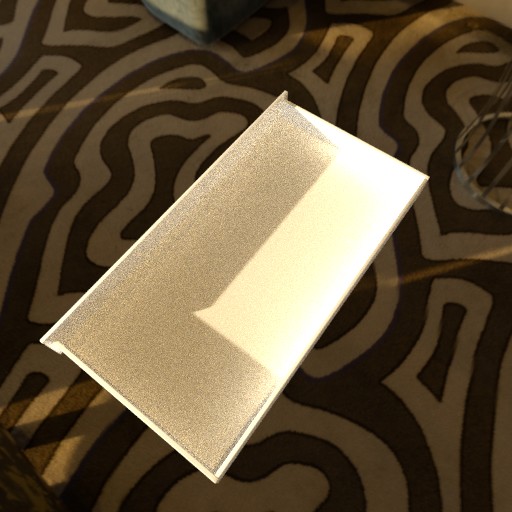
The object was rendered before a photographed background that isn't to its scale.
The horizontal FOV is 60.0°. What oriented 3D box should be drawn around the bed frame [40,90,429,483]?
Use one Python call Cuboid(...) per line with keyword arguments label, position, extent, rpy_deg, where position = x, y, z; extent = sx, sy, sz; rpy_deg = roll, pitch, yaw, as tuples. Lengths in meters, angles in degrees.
Cuboid(label="bed frame", position=(0.000, 0.000, 1.550), extent=(0.670, 0.141, 1.300), rpy_deg=(34, 68, 15))
